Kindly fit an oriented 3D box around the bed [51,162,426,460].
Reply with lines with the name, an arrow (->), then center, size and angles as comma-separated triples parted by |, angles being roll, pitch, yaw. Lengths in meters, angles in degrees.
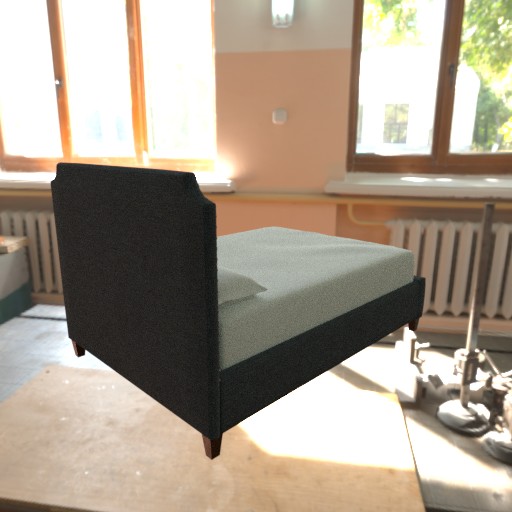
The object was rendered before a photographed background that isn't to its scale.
bed -> 0.000, 0.000, 3.408 | 1.713, 1.443, 2.372 | 14, 20, 43
